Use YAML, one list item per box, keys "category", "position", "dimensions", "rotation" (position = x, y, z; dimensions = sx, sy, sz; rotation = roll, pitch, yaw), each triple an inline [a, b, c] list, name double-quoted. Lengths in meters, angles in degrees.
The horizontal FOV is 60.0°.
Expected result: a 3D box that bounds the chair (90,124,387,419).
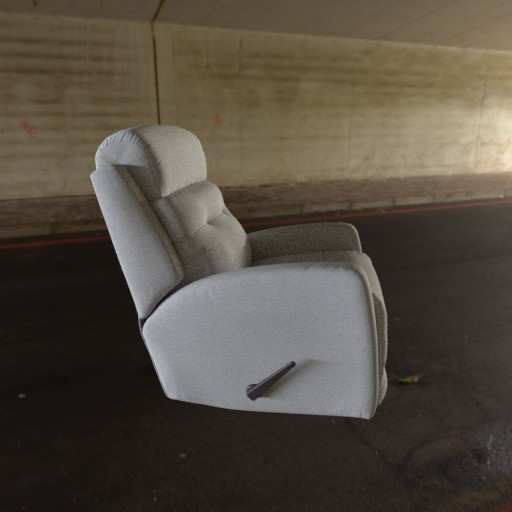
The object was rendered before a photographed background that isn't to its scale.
- category: "chair"
  position: [0.000, 0.000, 1.783]
  dimensions: [1.043, 1.013, 0.798]
  rotation: [3, 17, 9]
